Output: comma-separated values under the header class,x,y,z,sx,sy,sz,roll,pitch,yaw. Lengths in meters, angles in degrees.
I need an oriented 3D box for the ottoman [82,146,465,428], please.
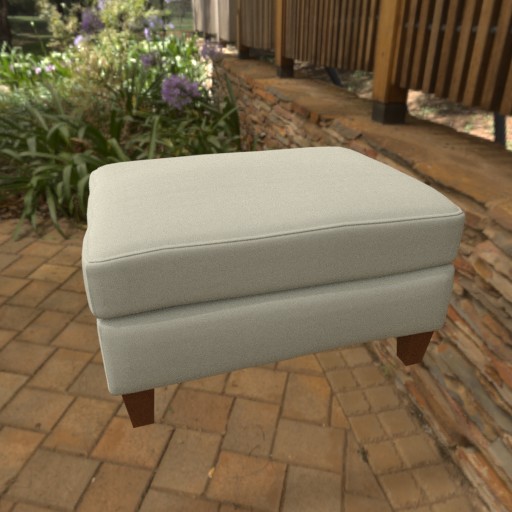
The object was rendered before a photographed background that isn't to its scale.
class,x,y,z,sx,sy,sz,roll,pitch,yaw
ottoman,0.000,0.000,1.205,0.818,0.496,0.634,-8,28,-15
